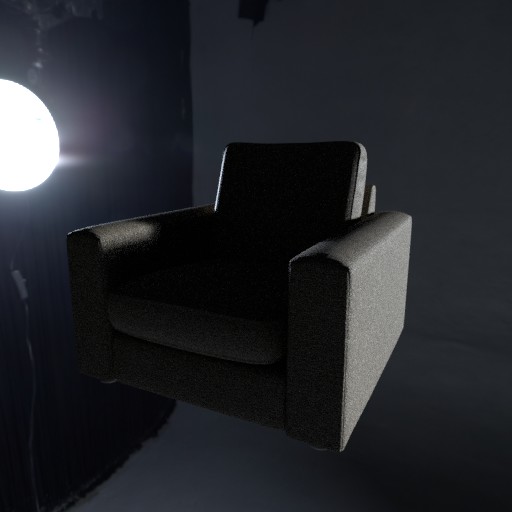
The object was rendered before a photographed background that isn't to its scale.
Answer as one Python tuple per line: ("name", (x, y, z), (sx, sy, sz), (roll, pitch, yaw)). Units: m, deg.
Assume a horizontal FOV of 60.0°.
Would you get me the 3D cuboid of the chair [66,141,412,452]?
("chair", (0.000, 0.000, 1.723), (1.005, 0.873, 1.016), (7, 15, 26))
